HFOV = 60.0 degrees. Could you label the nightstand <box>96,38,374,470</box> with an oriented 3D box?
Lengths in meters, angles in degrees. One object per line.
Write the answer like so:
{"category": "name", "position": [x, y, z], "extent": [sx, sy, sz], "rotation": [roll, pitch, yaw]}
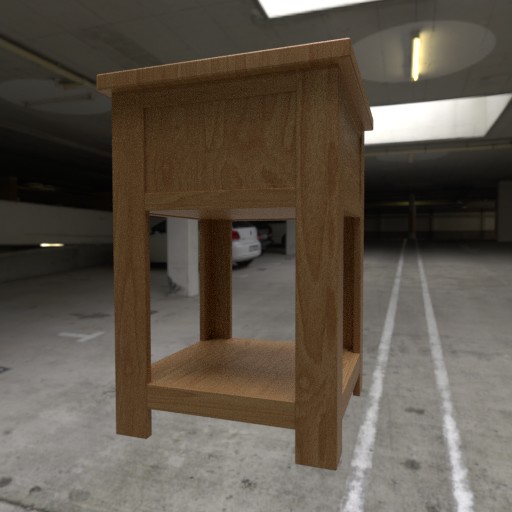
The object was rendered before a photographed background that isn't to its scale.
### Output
{"category": "nightstand", "position": [0.000, 0.000, 0.882], "extent": [0.418, 0.614, 0.428], "rotation": [1, 2, 19]}
